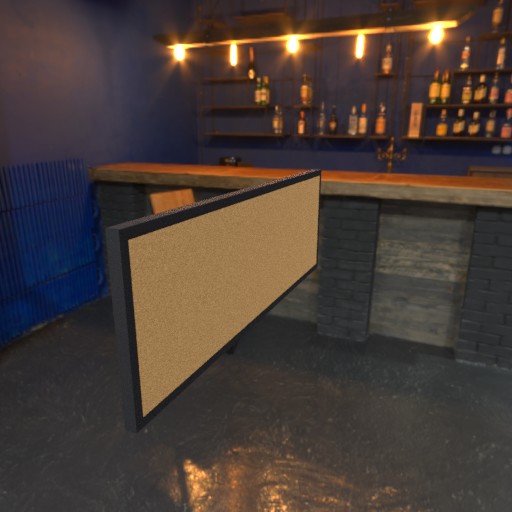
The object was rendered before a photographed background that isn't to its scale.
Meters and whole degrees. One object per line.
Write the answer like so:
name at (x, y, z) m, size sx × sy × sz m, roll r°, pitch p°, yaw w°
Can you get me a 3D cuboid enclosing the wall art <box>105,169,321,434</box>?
wall art at (0.000, 0.000, 1.784) m, size 0.041 × 0.554 × 1.572 m, roll 8°, pitch 18°, yaw 24°
